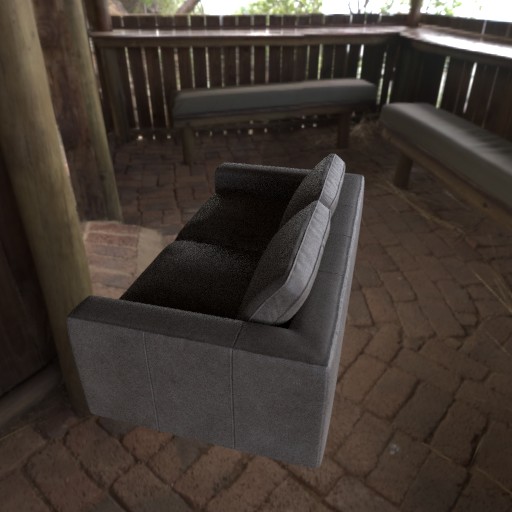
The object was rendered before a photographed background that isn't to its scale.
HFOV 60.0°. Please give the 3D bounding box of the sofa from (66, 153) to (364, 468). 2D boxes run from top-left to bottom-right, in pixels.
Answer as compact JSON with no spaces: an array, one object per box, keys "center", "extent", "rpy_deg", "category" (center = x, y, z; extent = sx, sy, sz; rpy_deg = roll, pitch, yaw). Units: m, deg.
[{"center":[0.000,0.000,2.473],"extent":[1.070,0.800,1.920],"rpy_deg":[8,32,13],"category":"sofa"}]
